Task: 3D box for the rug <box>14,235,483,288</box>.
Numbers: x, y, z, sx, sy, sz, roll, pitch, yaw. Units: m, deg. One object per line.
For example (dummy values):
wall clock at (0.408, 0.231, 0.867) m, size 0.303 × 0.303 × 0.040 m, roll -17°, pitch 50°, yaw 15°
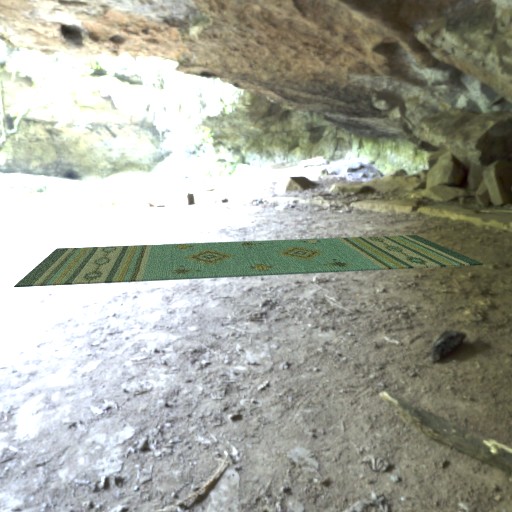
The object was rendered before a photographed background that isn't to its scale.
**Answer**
rug at (0.000, 0.000, 2.637) m, size 2.441 × 0.010 × 0.744 m, roll -2°, pitch 15°, yaw -9°
